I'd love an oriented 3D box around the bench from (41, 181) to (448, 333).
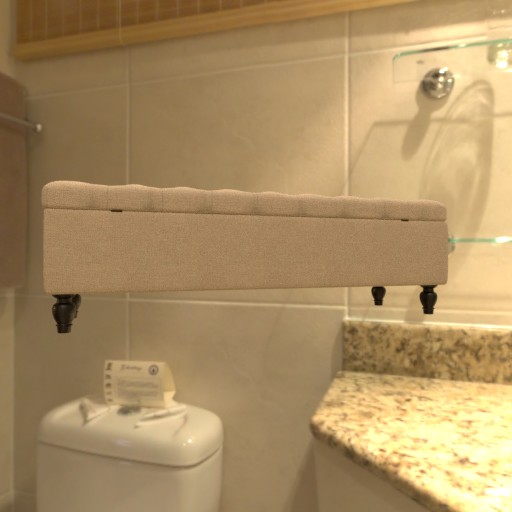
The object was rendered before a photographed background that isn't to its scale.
[{"bbox_3d":[0.000,0.000,1.734,1.480,0.467,0.455,0,0,-19],"label":"bench"}]
